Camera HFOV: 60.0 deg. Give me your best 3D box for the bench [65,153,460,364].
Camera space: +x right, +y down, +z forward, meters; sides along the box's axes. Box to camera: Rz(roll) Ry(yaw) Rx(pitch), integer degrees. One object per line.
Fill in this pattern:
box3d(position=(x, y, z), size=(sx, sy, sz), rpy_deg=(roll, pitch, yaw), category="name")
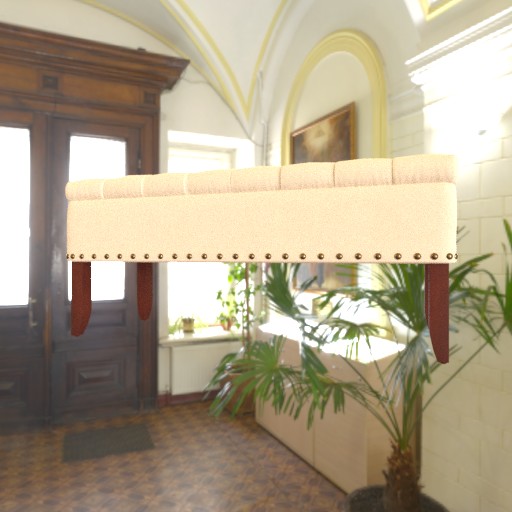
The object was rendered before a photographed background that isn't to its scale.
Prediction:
box3d(position=(0.000, 0.000, 1.289), size=(1.054, 0.470, 0.400), rpy_deg=(0, 0, 19), category="bench")
